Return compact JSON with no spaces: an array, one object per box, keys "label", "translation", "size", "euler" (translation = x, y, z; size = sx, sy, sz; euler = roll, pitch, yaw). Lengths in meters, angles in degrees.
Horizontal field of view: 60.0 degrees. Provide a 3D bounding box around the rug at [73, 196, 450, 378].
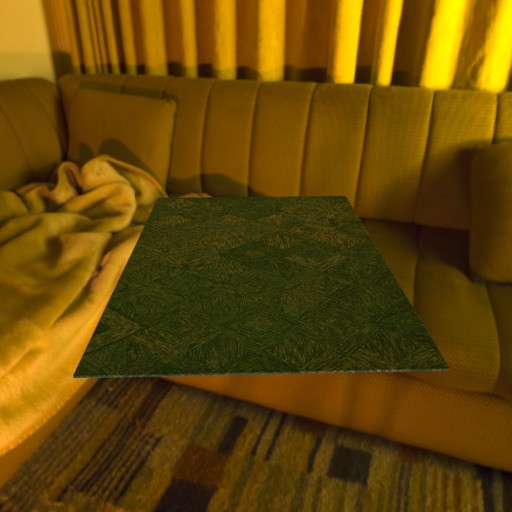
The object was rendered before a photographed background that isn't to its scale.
[{"label":"rug","translation":[0.000,0.000,4.246],"size":[2.405,0.027,3.217],"euler":[-1,28,-1]}]
